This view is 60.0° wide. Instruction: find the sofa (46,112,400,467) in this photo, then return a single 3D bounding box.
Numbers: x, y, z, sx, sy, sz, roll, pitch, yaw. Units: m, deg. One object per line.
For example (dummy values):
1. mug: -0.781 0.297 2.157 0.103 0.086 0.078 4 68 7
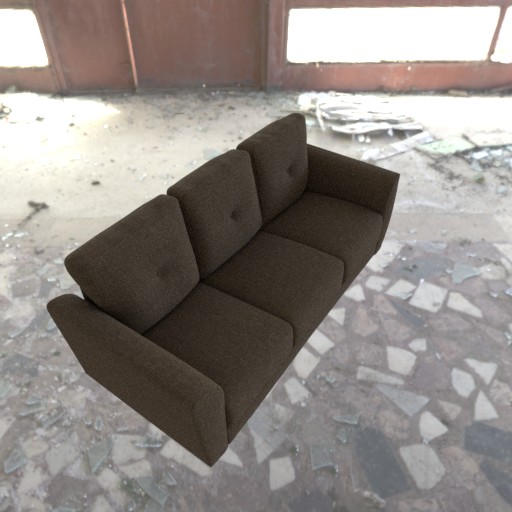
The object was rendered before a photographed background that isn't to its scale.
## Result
1. sofa: 0.000 0.000 2.324 0.837 0.891 1.847 25 47 26
